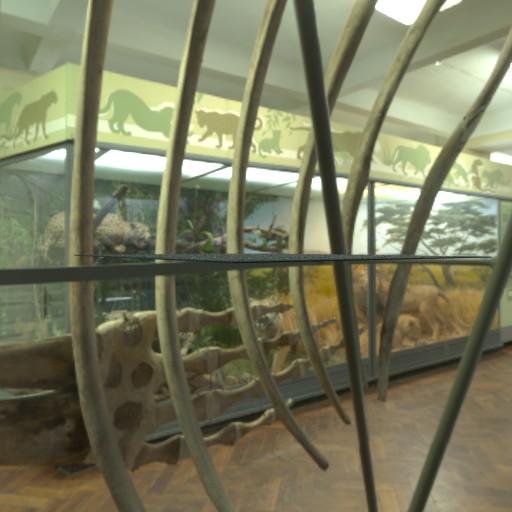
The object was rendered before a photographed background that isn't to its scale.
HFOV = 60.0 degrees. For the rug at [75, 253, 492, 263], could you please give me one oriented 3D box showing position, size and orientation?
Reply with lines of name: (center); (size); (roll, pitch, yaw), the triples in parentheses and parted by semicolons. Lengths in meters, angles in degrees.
rug: (0.000, 0.000, 4.036); (2.438, 0.010, 3.048); (-1, 1, -36)
